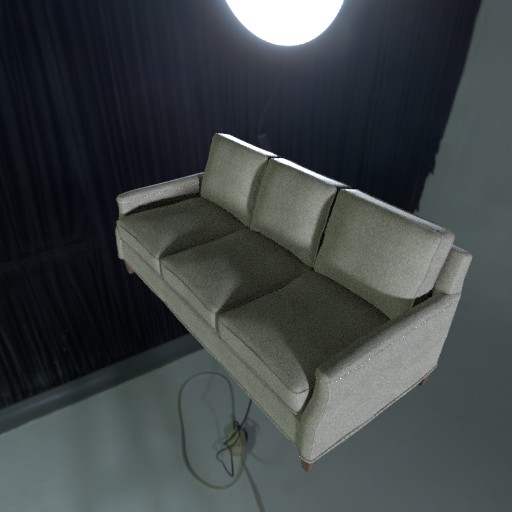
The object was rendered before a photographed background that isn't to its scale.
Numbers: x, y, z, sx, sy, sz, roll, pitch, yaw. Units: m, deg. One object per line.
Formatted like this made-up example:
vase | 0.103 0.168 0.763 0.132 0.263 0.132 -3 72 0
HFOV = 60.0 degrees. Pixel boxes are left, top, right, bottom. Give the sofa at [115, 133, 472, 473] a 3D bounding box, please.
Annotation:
sofa | 0.000 0.000 2.830 1.084 1.003 2.246 -22 38 -30
